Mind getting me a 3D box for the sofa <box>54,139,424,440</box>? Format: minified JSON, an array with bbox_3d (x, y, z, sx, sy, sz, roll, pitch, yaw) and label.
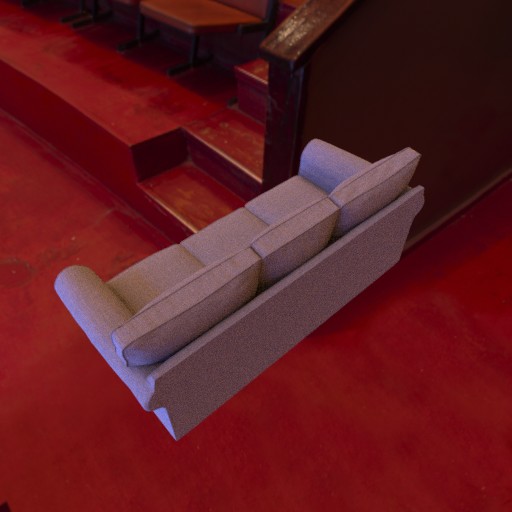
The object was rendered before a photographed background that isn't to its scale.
[{"bbox_3d":[0.000,0.000,2.667,2.084,0.961,0.916,-33,54,-28],"label":"sofa"}]
